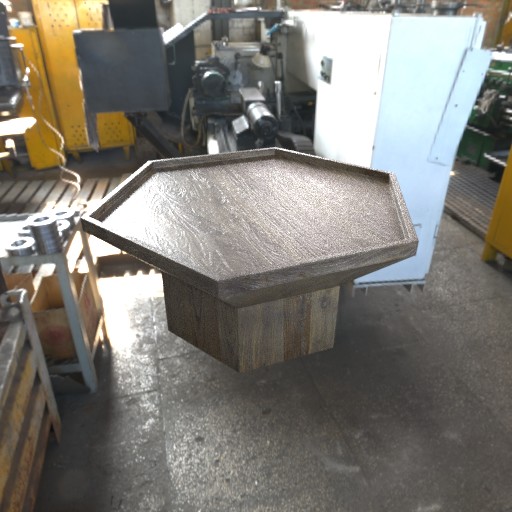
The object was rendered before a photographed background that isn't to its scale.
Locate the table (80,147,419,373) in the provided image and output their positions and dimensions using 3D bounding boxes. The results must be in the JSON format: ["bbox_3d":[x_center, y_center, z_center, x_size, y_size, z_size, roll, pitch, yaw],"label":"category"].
[{"bbox_3d":[0.000,0.000,1.605,1.115,0.488,0.966,22,36,33],"label":"table"}]
